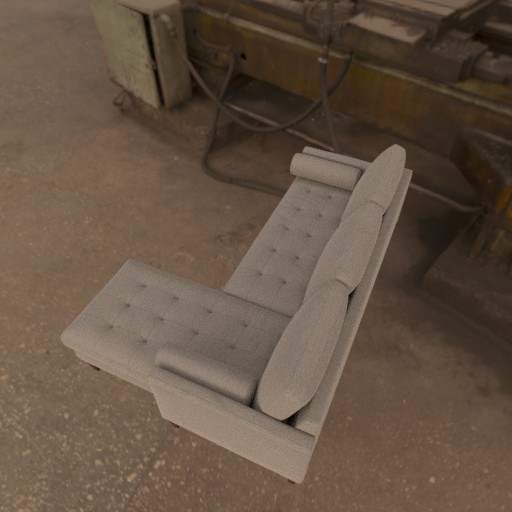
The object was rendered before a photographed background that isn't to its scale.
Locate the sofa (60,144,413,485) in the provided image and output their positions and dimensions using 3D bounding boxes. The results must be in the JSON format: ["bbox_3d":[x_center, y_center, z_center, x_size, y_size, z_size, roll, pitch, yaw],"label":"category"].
[{"bbox_3d":[0.000,0.000,2.875,1.506,0.875,2.178,19,50,17],"label":"sofa"}]
